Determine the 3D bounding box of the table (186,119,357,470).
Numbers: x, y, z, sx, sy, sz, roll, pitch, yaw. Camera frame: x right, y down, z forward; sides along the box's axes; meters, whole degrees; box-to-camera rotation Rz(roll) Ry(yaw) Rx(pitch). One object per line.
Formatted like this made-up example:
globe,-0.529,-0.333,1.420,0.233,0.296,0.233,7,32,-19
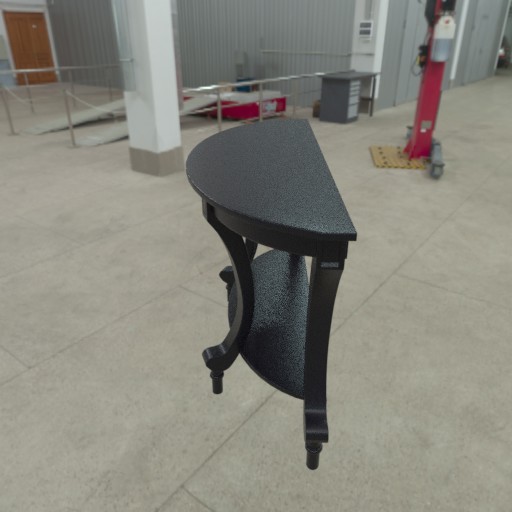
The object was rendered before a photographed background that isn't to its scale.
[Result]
table,0.000,0.000,1.478,0.394,0.692,1.198,1,27,2
